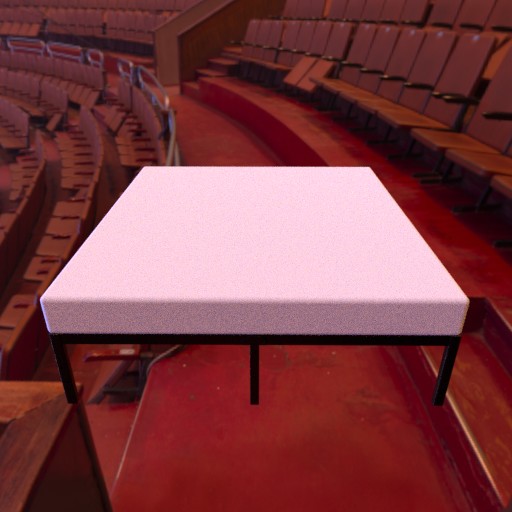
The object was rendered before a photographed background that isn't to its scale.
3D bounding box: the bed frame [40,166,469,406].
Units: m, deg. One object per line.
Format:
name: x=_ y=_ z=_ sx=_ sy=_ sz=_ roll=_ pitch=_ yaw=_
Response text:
bed frame: x=0.000 y=0.000 z=3.058 sx=1.963 sy=0.659 sz=2.079 roll=0 pitch=28 yaw=0
